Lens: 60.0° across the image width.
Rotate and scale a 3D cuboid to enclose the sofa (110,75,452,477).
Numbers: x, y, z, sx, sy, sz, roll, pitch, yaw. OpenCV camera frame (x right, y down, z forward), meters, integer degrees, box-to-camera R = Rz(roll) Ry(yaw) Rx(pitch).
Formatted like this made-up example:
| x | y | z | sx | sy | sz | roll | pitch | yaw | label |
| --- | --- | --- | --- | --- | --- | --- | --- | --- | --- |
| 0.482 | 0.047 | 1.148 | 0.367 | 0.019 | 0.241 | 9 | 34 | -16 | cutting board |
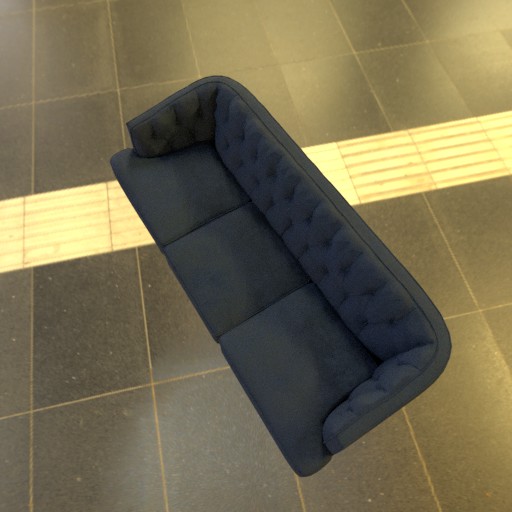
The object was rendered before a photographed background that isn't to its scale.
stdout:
| x | y | z | sx | sy | sz | roll | pitch | yaw | label |
| --- | --- | --- | --- | --- | --- | --- | --- | --- | --- |
| 0.000 | 0.000 | 2.648 | 0.941 | 0.855 | 2.278 | -29 | 66 | -14 | sofa |
